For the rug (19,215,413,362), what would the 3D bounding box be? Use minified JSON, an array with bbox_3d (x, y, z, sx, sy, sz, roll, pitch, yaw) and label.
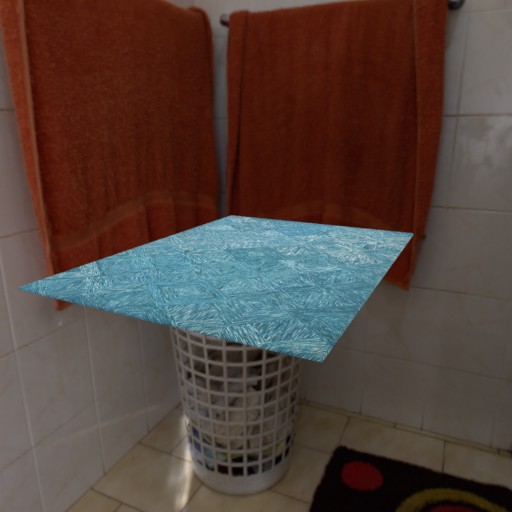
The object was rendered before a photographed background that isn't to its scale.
[{"bbox_3d":[0.000,0.000,4.210,2.405,0.027,3.217,8,18,26],"label":"rug"}]
